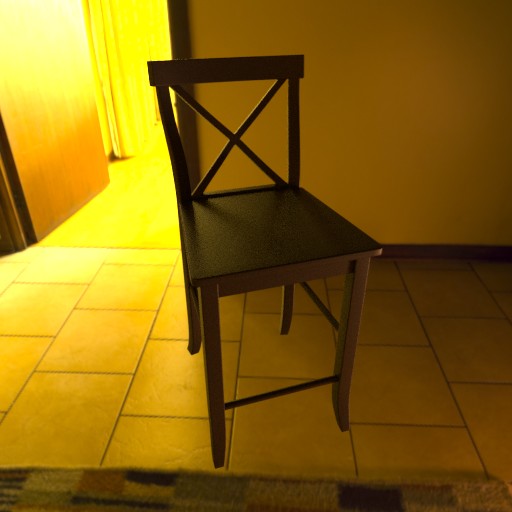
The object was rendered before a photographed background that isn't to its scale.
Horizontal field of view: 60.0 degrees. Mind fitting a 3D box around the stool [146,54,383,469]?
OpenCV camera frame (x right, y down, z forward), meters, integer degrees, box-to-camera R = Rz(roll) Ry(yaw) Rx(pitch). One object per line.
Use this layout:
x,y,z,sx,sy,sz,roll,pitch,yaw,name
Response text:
0.000,0.000,1.263,0.452,0.989,0.559,-9,32,-15,stool
